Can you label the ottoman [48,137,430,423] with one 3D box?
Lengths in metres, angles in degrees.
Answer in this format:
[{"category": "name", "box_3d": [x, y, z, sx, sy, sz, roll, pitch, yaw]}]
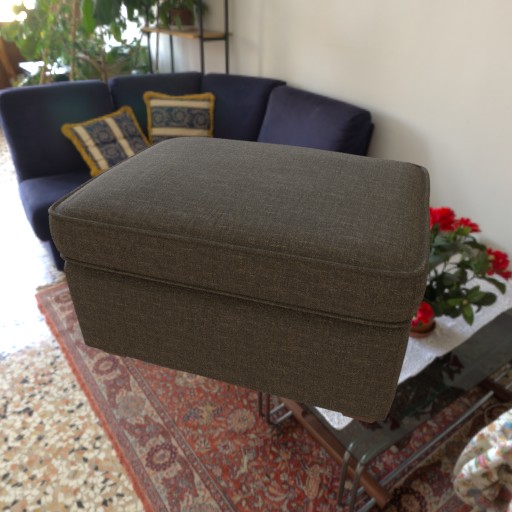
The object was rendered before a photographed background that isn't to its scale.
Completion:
[{"category": "ottoman", "box_3d": [0.000, 0.000, 1.086, 0.749, 0.450, 0.549, 10, 33, 16]}]
